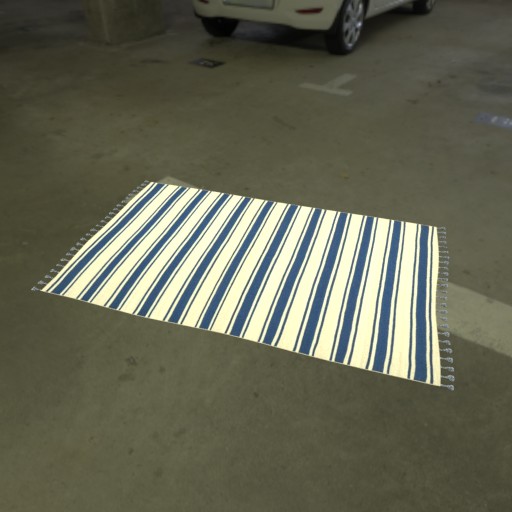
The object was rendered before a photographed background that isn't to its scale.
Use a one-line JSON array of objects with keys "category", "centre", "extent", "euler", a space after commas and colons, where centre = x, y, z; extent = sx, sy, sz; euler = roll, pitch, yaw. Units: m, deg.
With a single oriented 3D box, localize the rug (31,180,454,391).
[{"category": "rug", "centre": [0.000, 0.000, 2.533], "extent": [2.108, 0.009, 1.248], "euler": [11, 39, 14]}]
